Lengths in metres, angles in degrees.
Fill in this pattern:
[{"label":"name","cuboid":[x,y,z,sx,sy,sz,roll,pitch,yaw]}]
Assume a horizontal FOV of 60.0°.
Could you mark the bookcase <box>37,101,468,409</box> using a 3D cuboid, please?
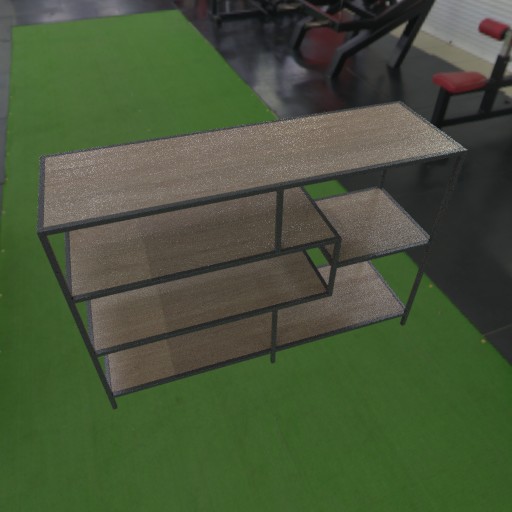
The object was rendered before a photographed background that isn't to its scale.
[{"label":"bookcase","cuboid":[0.000,0.000,1.497,1.140,0.780,0.350,-13,44,-14]}]
